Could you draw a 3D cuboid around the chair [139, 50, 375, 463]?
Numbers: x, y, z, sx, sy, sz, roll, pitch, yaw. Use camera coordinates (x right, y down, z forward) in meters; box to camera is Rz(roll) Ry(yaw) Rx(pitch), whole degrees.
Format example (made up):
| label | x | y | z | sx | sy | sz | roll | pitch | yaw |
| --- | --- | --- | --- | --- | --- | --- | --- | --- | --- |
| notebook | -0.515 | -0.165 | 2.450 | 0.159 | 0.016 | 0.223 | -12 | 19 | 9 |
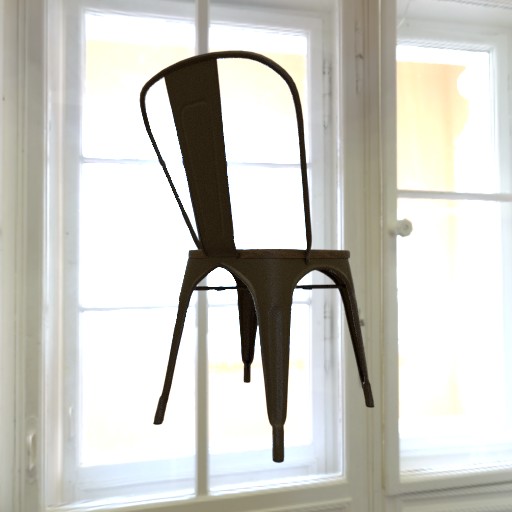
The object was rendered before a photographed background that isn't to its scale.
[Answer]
| label | x | y | z | sx | sy | sz | roll | pitch | yaw |
| --- | --- | --- | --- | --- | --- | --- | --- | --- | --- |
| chair | 0.000 | 0.000 | 1.162 | 0.451 | 0.844 | 0.532 | 0 | 0 | 35 |
